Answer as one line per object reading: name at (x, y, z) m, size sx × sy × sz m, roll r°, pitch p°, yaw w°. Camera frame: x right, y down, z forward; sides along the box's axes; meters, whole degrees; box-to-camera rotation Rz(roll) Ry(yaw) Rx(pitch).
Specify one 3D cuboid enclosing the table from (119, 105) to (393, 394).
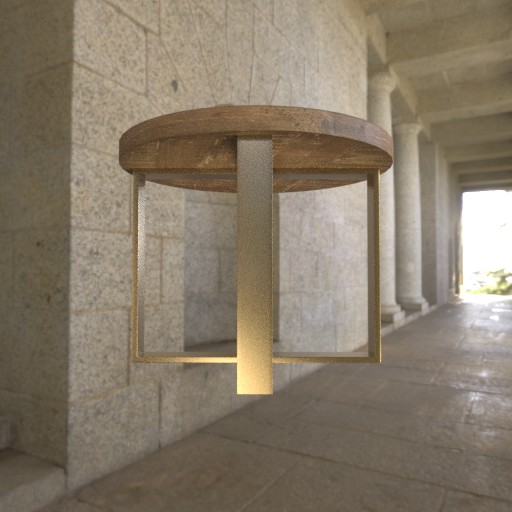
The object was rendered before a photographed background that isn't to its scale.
table at (0.000, 0.000, 0.937) m, size 0.557 × 0.437 × 0.557 m, roll 0°, pitch -2°, yaw 0°
